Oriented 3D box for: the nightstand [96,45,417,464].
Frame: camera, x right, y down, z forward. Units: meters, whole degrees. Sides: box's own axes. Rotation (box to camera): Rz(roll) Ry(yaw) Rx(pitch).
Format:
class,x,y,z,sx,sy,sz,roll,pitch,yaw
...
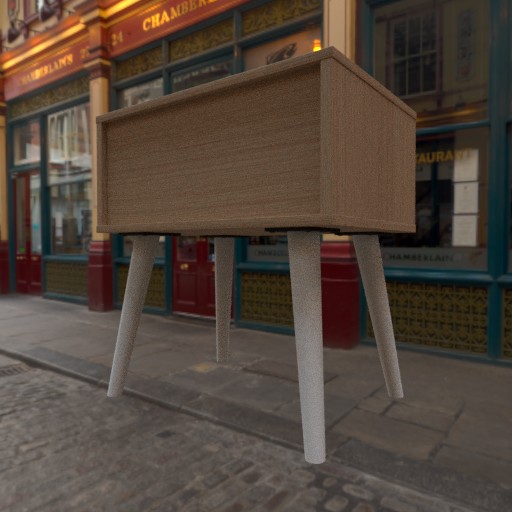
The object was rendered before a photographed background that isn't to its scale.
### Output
class,x,y,z,sx,sy,sz,roll,pitch,yaw
nightstand,0.000,0.000,0.967,0.571,0.610,0.407,1,1,37
